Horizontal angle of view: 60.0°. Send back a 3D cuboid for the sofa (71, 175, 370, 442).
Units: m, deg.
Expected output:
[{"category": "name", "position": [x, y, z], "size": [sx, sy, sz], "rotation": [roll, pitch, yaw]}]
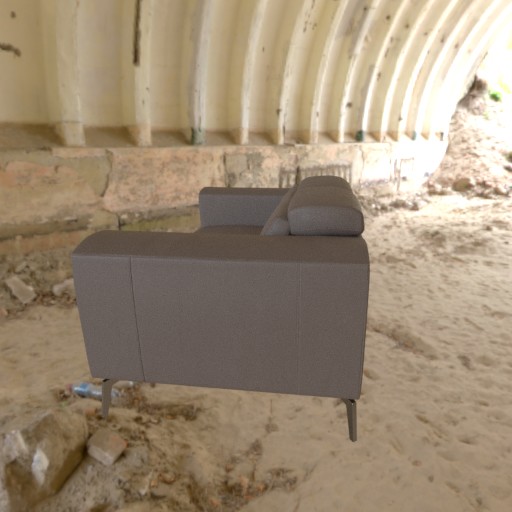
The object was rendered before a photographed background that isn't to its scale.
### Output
[{"category": "sofa", "position": [0.000, 0.000, 2.350], "size": [1.003, 0.779, 1.895], "rotation": [2, 15, 8]}]
